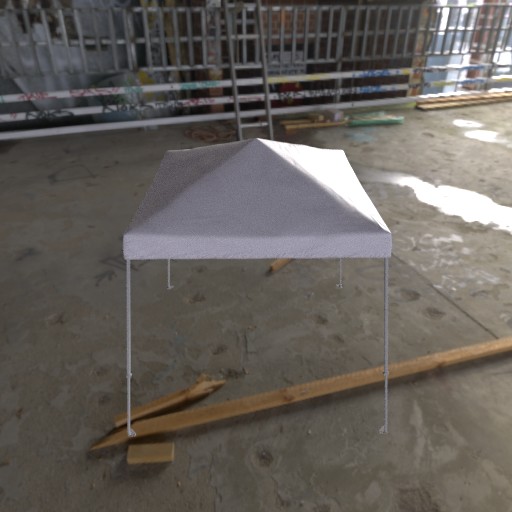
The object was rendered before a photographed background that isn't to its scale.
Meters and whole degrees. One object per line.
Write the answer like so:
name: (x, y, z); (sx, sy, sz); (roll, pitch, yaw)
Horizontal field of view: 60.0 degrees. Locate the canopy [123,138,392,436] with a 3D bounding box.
canopy: (0.000, 0.000, 5.333); (2.849, 2.850, 2.850); (0, 31, -1)
